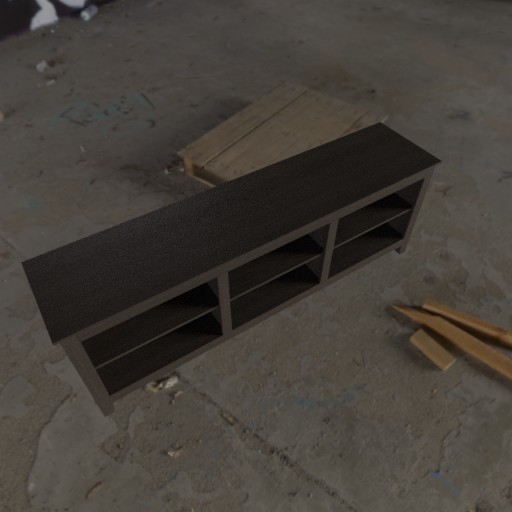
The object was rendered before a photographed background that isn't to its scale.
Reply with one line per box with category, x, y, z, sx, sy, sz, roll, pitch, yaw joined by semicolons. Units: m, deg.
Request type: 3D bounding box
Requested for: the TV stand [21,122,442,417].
TV stand;0.000;0.000;2.052;1.778;0.610;0.406;-25;52;-22
